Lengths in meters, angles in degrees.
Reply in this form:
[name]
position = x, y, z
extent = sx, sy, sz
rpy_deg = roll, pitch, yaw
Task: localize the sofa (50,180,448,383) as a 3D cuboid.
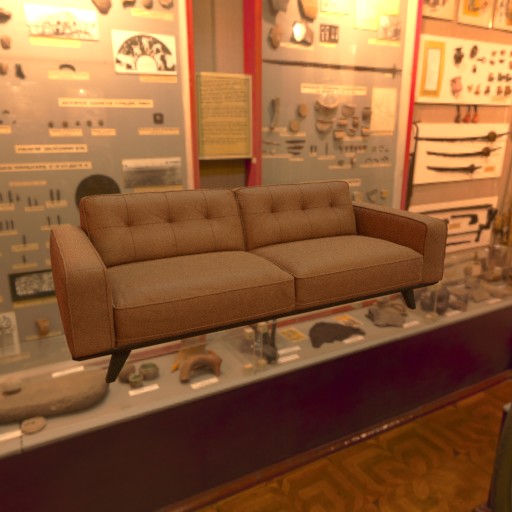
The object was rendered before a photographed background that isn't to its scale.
[sofa]
position = 0.000, 0.000, 2.724
extent = 2.270, 0.780, 0.953
rpy_deg = -8, 18, -26
